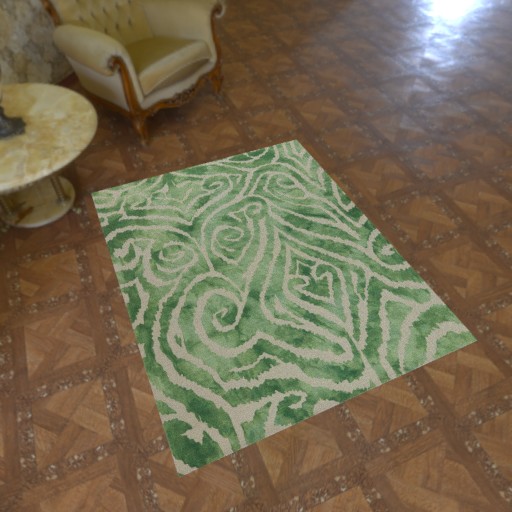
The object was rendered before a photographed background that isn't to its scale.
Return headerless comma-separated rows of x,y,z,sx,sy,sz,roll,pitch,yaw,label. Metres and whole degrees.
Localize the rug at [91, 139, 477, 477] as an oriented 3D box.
0.000,0.000,4.071,2.436,0.007,3.045,-18,50,-16,rug
